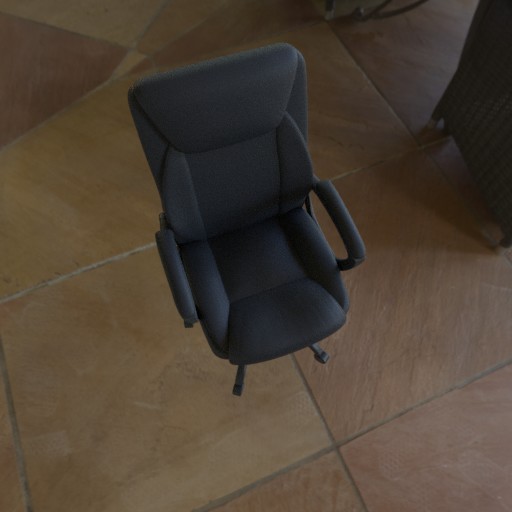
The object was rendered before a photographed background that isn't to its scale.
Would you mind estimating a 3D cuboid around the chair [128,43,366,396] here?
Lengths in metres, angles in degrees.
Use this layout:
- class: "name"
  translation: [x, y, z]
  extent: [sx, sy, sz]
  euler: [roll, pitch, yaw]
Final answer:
- class: "chair"
  translation: [0.000, 0.000, 1.437]
  extent: [0.615, 1.072, 0.655]
  euler: [-18, 65, -9]
